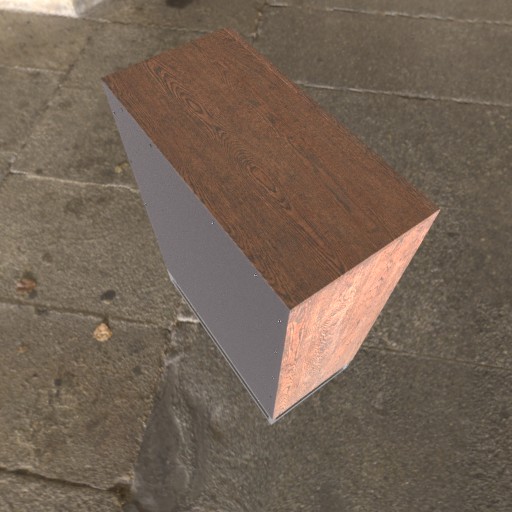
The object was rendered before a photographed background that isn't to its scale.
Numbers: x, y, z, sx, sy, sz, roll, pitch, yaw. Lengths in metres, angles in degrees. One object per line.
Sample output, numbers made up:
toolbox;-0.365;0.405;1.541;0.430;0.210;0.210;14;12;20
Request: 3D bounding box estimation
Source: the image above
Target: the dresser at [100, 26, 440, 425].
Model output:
dresser;0.000;0.000;1.815;0.508;1.321;0.965;-31;64;-17
